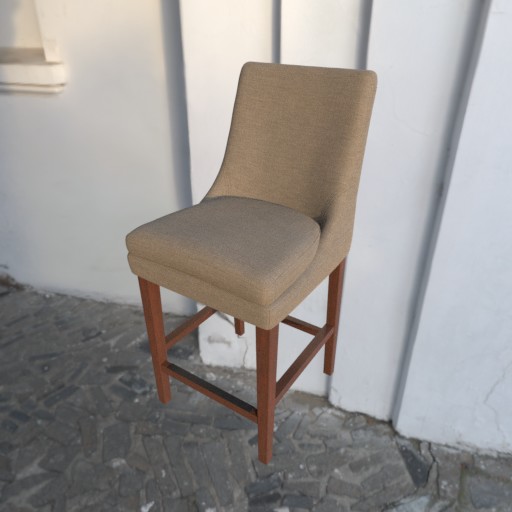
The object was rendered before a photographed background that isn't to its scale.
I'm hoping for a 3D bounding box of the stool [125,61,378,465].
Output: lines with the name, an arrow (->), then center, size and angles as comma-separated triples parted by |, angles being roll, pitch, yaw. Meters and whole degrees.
stool -> 0.000, 0.000, 1.290 | 0.470, 0.981, 0.577 | 18, 34, 29
